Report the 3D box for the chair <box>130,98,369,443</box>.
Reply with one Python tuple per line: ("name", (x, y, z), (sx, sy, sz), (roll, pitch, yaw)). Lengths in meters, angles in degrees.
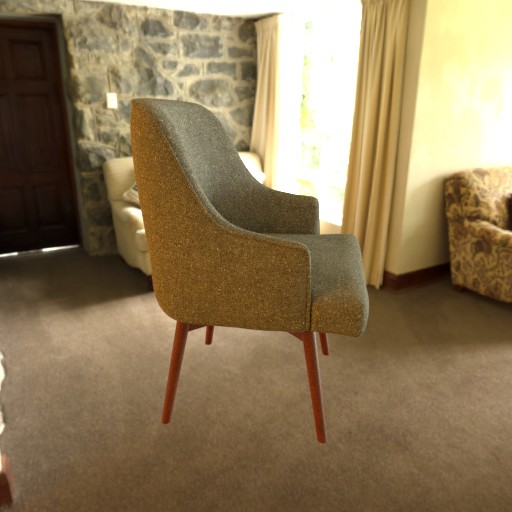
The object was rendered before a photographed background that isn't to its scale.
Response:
("chair", (0.000, 0.000, 1.301), (0.629, 0.875, 0.608), (3, 19, 9))
